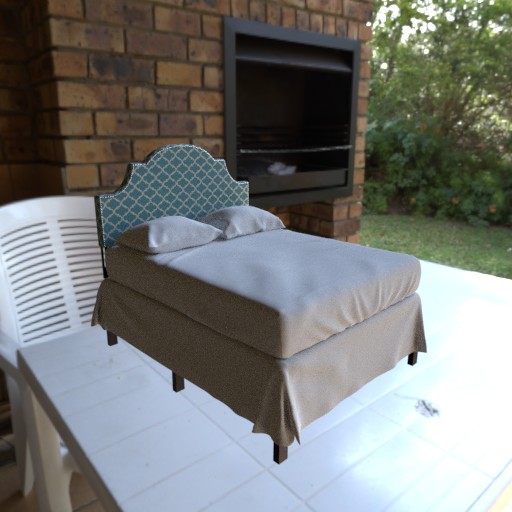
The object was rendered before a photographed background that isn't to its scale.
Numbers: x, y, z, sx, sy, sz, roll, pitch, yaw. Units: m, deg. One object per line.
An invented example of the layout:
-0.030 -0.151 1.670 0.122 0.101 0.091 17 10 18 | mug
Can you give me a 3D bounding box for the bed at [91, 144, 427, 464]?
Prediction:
0.000 0.000 3.391 1.780 1.633 2.222 -15 21 -42 | bed
